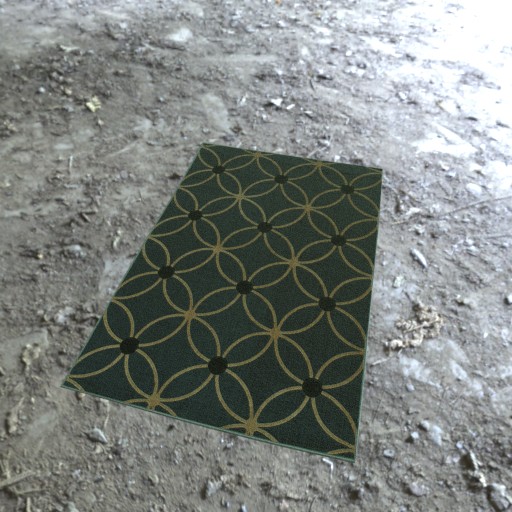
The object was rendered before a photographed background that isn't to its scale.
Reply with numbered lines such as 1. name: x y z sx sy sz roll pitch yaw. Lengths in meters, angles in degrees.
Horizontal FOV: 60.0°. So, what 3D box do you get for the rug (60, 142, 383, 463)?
1. rug: 0.000 0.000 2.894 1.522 0.008 2.284 11 49 9
